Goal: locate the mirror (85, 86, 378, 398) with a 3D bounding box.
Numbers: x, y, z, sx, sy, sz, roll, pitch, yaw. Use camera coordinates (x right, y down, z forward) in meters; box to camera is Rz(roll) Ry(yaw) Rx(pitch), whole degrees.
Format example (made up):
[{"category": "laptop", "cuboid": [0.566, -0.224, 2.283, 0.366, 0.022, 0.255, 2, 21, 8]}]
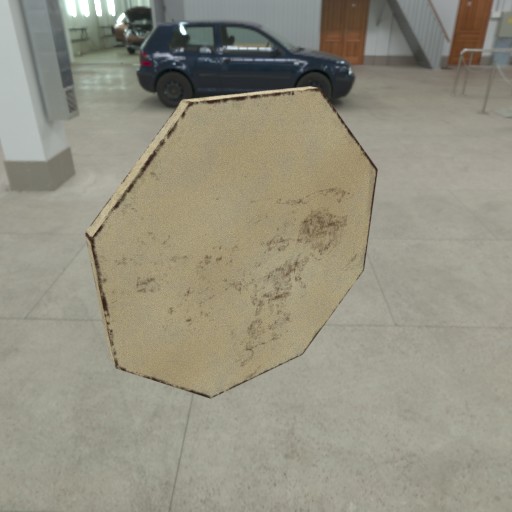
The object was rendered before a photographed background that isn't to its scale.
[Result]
[{"category": "mirror", "cuboid": [0.000, 0.000, 0.929, 0.648, 0.648, 0.031, -18, 33, -29]}]
